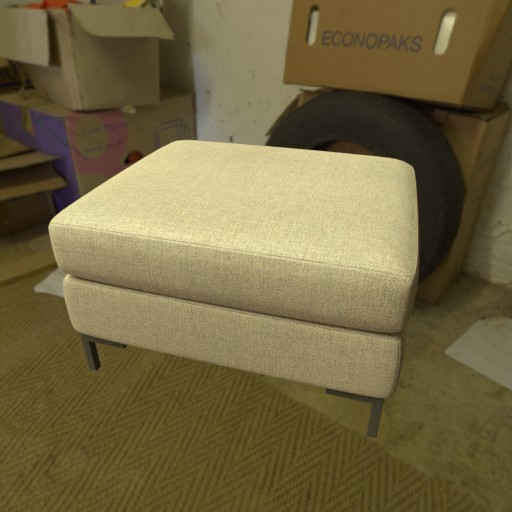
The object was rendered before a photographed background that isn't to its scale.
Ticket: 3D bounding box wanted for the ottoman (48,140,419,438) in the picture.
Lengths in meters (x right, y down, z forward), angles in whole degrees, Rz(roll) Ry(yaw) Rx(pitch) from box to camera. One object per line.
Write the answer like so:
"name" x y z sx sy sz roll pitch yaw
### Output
"ottoman" 0.000 0.000 1.245 0.820 0.490 0.671 9 32 14
